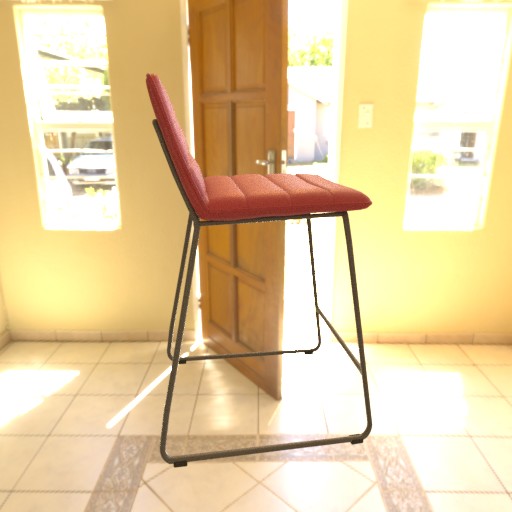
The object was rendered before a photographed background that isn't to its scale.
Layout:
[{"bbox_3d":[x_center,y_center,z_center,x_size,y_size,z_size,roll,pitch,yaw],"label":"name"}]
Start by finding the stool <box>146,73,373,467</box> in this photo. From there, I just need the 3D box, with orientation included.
[{"bbox_3d":[0.000,0.000,1.172,0.524,0.866,0.489,-3,17,-8],"label":"stool"}]
